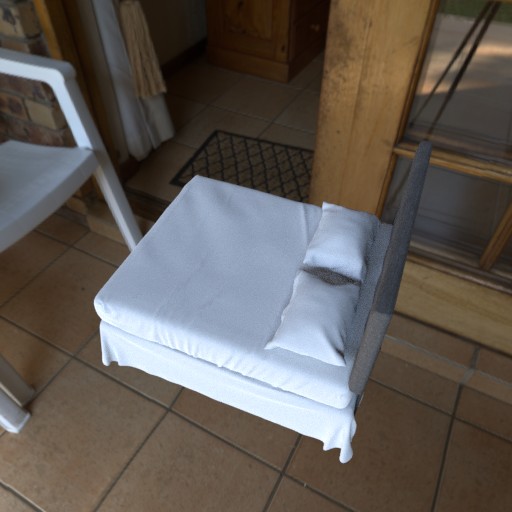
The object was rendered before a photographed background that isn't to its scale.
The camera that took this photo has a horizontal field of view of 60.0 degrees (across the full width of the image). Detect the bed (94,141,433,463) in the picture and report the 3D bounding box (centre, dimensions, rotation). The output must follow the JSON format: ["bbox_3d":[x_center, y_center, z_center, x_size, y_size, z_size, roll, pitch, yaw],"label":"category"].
[{"bbox_3d":[0.000,0.000,3.451,2.222,1.577,1.936,17,49,15],"label":"bed"}]
